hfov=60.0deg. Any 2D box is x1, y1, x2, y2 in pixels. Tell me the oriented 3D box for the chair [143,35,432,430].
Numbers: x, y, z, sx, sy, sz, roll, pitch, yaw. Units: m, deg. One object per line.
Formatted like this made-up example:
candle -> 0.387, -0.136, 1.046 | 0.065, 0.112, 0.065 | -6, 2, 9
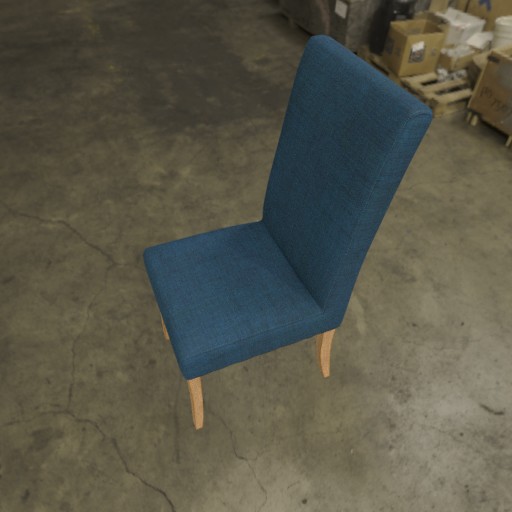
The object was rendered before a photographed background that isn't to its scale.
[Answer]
chair -> 0.000, 0.000, 1.303 | 0.610, 1.029, 0.450 | -17, 49, -16
